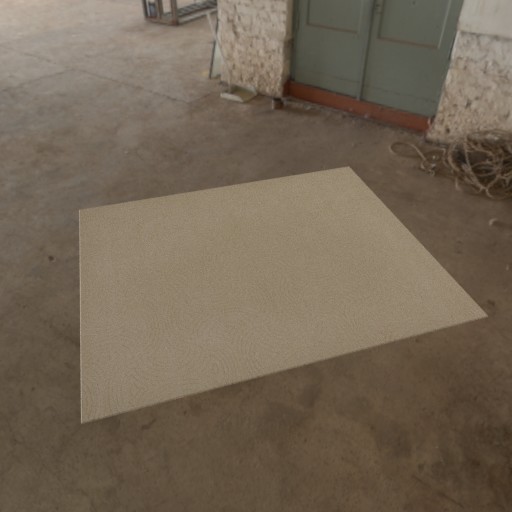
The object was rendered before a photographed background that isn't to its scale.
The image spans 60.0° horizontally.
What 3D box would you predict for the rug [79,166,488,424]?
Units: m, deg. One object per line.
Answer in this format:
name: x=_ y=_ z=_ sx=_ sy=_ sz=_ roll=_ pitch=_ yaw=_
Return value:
rug: x=0.000 y=0.000 z=3.397 sx=2.584 sy=0.011 sz=2.073 roll=-11 pitch=42 yaw=-13
